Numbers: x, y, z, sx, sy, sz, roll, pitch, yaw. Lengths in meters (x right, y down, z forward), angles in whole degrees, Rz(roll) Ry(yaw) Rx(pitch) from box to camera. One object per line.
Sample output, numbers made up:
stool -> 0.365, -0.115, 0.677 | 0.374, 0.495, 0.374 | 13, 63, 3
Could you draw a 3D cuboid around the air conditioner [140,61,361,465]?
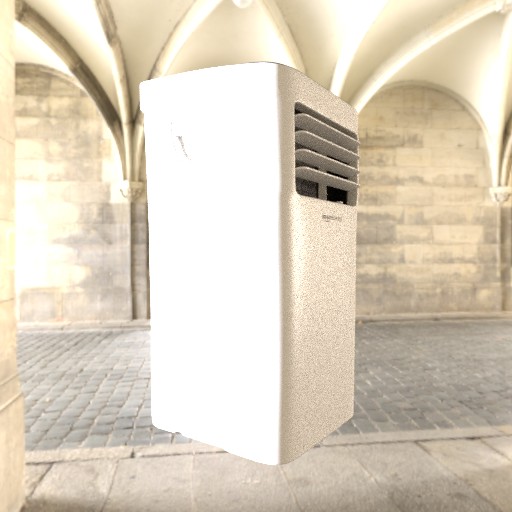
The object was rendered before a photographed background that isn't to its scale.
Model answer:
air conditioner -> 0.000, 0.000, 0.934 | 0.369, 0.716, 0.352 | 0, 0, 35
